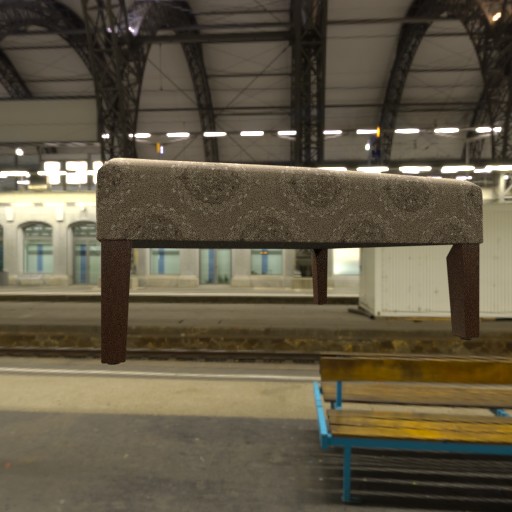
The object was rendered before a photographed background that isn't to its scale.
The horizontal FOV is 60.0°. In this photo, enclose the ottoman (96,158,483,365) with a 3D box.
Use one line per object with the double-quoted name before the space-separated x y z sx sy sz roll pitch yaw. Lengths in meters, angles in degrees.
"ottoman" 0.000 0.000 1.362 0.890 0.411 0.889 0 0 -17
